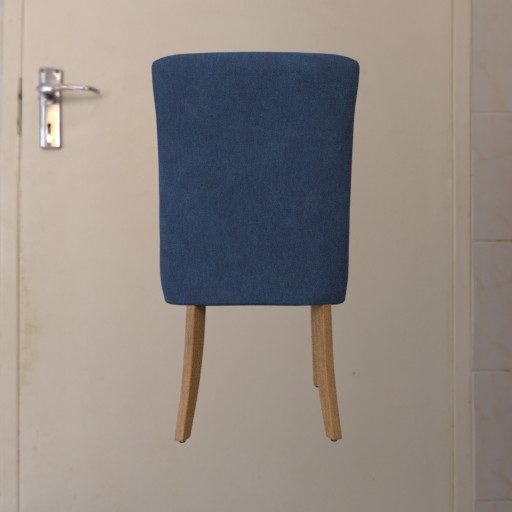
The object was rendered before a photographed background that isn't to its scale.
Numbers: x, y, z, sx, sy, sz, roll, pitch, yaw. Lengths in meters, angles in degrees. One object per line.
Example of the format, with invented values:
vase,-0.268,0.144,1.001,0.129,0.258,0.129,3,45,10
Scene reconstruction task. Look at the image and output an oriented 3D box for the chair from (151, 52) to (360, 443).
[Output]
chair,0.000,0.000,1.253,0.495,0.902,0.609,0,0,0
